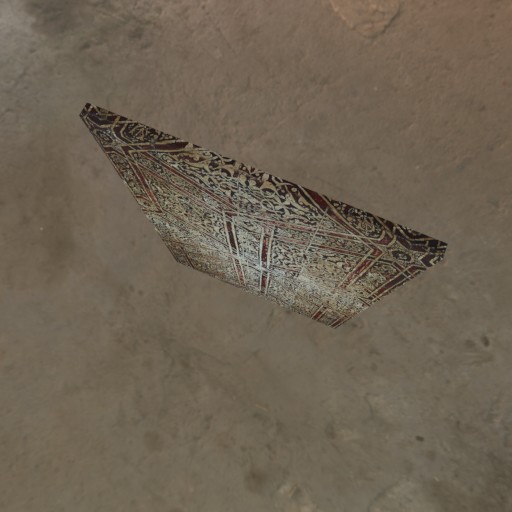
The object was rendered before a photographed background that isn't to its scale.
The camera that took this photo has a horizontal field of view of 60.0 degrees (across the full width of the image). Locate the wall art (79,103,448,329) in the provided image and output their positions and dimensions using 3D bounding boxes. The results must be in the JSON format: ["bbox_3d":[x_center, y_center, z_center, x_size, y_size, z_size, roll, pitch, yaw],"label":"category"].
[{"bbox_3d":[0.000,0.000,1.110,0.599,0.904,0.030,23,76,6],"label":"wall art"}]
